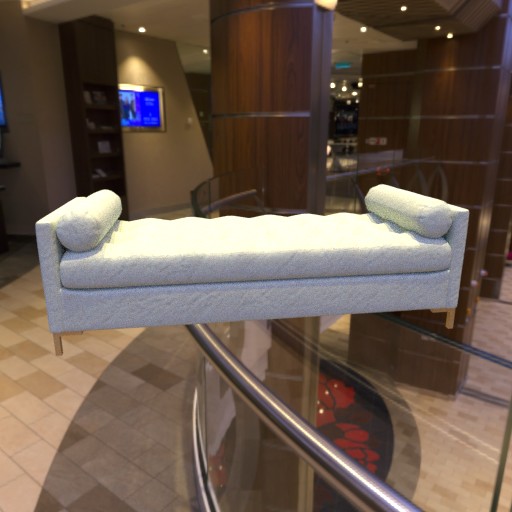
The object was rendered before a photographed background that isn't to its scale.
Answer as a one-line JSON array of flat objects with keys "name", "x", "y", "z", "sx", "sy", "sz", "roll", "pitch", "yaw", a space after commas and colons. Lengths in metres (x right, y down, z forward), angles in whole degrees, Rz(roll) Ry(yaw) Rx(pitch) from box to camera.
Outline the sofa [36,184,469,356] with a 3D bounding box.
[{"name": "sofa", "x": 0.000, "y": 0.000, "z": 2.523, "sx": 2.102, "sy": 0.705, "sz": 0.796, "roll": -2, "pitch": 16, "yaw": -8}]
